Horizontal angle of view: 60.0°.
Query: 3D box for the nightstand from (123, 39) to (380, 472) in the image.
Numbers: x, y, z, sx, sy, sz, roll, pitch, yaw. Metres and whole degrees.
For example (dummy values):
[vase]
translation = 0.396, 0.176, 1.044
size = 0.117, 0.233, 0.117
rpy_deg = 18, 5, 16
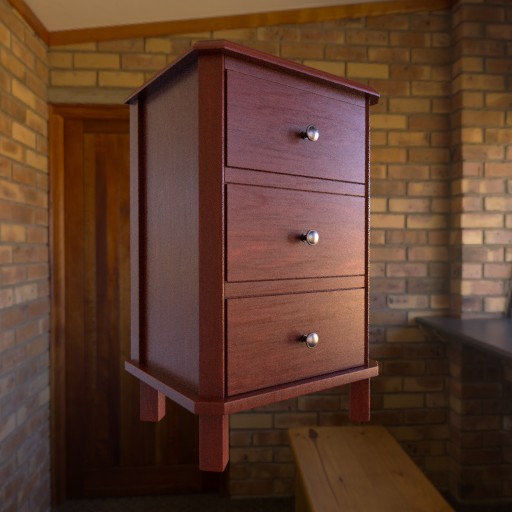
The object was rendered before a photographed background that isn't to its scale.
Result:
[nightstand]
translation = 0.000, 0.000, 0.923
size = 0.435, 0.681, 0.351
rpy_deg = -1, 1, -36
